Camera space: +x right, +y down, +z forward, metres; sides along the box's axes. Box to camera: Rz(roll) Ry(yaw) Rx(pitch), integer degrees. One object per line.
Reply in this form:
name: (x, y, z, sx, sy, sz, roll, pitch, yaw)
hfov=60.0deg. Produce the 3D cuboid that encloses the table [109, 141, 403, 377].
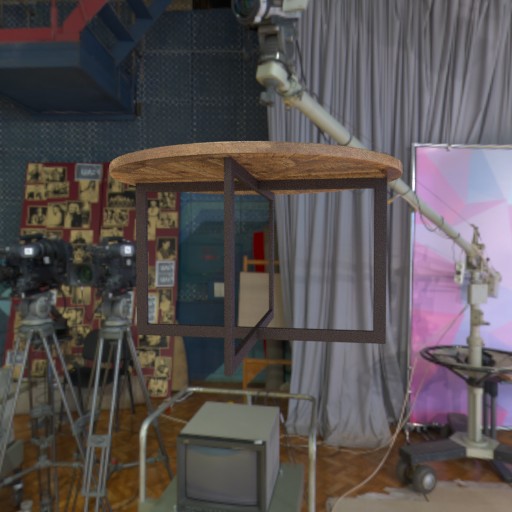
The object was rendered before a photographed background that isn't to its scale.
table: (0.000, 0.000, 2.027, 1.264, 0.762, 1.264, 0, 2, 0)
